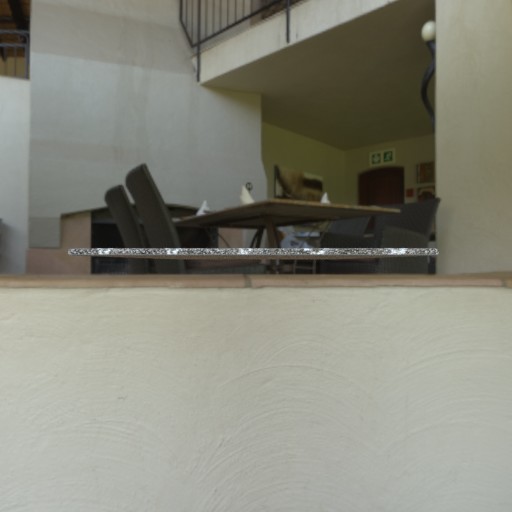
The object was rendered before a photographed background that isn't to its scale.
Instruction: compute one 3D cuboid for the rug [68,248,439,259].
[{"bbox_3d":[0.000,0.000,3.023,1.524,0.030,2.438,0,-1,1],"label":"rug"}]
